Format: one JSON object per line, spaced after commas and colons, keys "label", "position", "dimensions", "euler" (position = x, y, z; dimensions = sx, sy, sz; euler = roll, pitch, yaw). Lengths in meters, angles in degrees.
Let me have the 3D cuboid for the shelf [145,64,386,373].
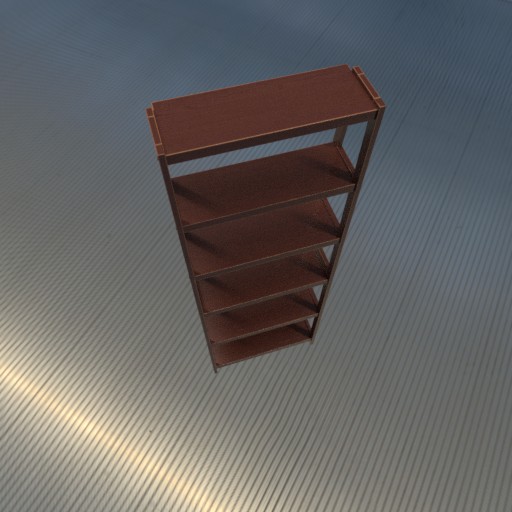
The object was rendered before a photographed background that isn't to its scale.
{"label": "shelf", "position": [0.000, 0.000, 2.105], "dimensions": [0.660, 1.892, 0.381], "euler": [-15, 59, -9]}
